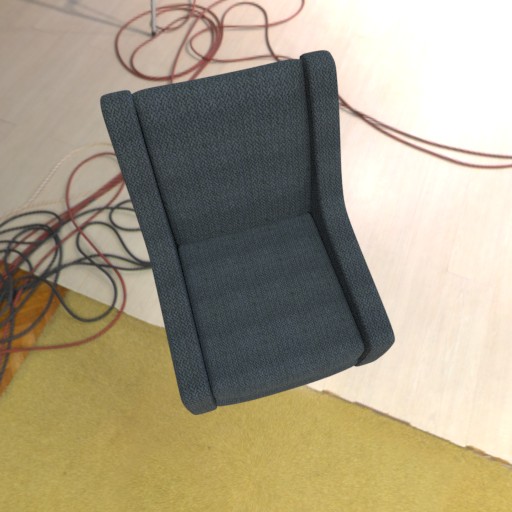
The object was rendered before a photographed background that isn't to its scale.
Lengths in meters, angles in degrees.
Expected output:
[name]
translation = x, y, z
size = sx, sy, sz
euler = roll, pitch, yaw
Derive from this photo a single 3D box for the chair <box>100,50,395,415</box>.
[chair]
translation = 0.000, 0.000, 1.707
size = 0.793, 1.012, 0.944
euler = -15, 64, -7
